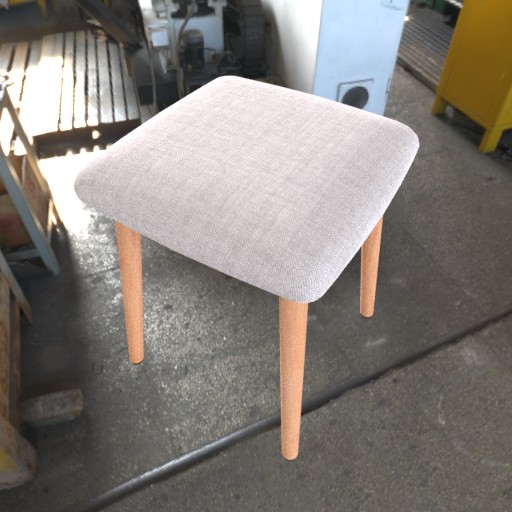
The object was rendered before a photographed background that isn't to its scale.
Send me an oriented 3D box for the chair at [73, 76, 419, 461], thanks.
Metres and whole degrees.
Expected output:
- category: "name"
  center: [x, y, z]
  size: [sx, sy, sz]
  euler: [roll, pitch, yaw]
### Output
- category: "chair"
  center: [0.000, 0.000, 0.698]
  size: [0.350, 0.440, 0.350]
  euler: [24, 51, 21]
